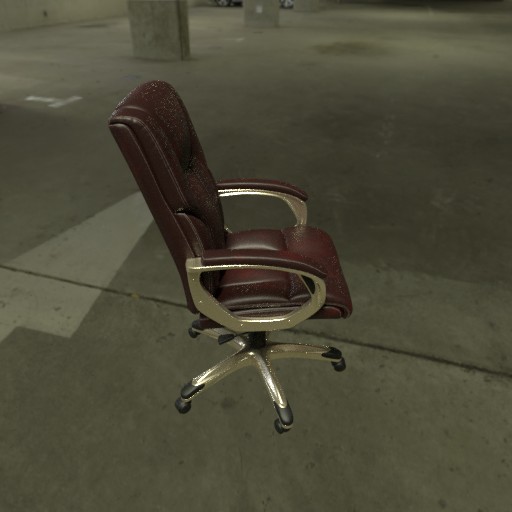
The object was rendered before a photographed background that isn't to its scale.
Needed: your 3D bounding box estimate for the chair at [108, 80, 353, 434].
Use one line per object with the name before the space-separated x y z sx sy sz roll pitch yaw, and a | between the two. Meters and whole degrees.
chair | 0.000 0.000 1.549 0.739 1.107 0.662 0 32 0
